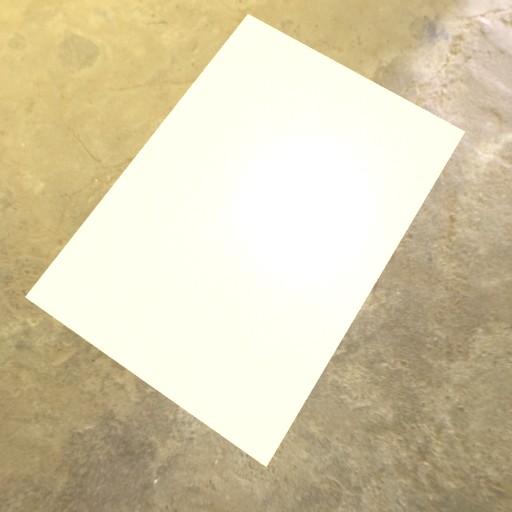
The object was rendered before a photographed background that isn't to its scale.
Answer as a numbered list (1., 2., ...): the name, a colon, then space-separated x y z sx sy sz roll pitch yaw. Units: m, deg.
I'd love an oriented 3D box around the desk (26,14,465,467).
1. desk: 0.000 0.000 1.302 0.573 0.766 0.811 32 78 8
